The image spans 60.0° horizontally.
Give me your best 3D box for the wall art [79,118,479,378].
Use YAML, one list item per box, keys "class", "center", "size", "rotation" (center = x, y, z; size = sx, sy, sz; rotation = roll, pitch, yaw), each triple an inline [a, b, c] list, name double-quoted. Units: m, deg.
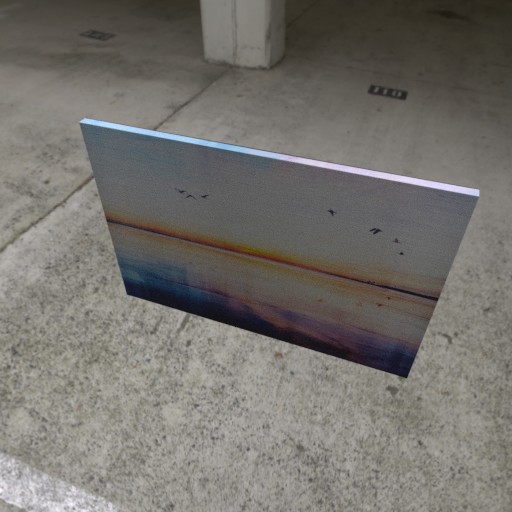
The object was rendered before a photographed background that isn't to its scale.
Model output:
- class: "wall art"
  center: [0.000, 0.000, 0.773]
  size: [0.604, 0.402, 0.018]
  rotation: [14, 43, 15]
